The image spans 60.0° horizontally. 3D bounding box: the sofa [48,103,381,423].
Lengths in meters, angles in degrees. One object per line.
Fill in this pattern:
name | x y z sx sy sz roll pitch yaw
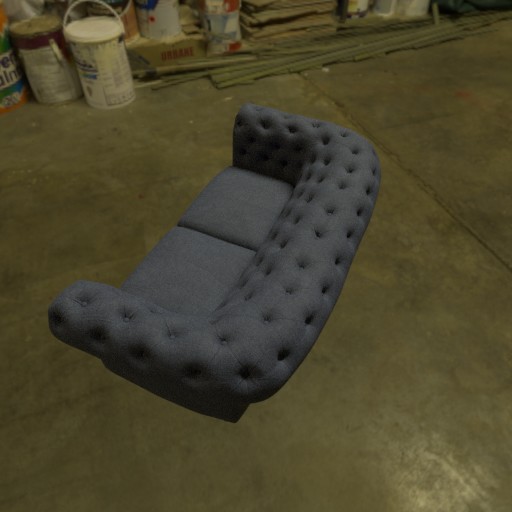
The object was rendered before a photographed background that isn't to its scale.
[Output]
sofa | 0.000 0.000 2.507 1.082 0.833 1.988 18 48 17
